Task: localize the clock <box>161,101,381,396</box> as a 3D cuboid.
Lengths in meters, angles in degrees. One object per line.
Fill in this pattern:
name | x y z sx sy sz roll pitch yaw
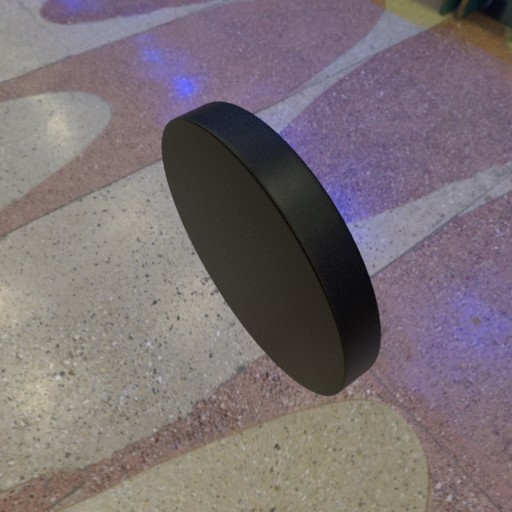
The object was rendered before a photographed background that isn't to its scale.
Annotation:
clock | 0.000 0.000 0.464 0.040 0.314 0.314 -31 62 -19
